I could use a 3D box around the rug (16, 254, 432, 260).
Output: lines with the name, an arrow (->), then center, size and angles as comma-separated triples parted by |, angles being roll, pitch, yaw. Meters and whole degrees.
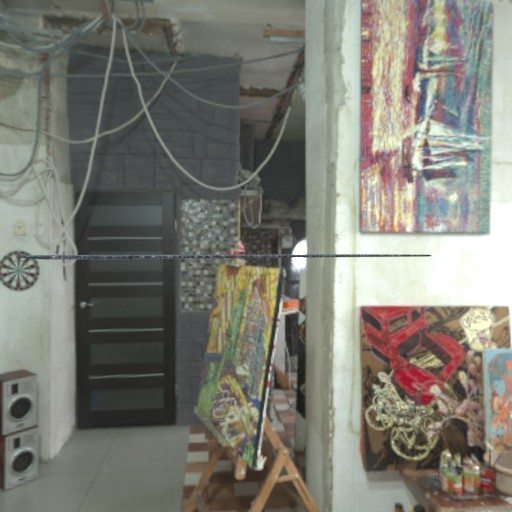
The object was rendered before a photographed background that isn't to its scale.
rug -> 0.000, 0.000, 2.481 | 2.306, 0.013, 0.719 | 0, 1, -36
